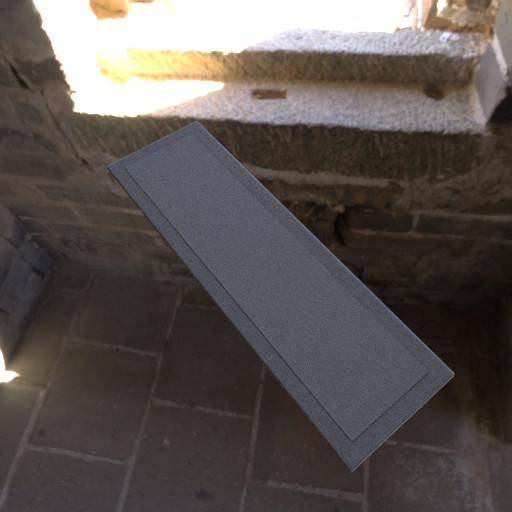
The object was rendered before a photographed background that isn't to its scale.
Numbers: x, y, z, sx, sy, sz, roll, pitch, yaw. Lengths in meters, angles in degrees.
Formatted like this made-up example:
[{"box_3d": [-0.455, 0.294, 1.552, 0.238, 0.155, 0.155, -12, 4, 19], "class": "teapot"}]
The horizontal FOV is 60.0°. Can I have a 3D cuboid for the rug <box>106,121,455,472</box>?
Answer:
[{"box_3d": [0.000, 0.000, 2.700, 0.759, 0.012, 2.430, -33, 64, -19], "class": "rug"}]
